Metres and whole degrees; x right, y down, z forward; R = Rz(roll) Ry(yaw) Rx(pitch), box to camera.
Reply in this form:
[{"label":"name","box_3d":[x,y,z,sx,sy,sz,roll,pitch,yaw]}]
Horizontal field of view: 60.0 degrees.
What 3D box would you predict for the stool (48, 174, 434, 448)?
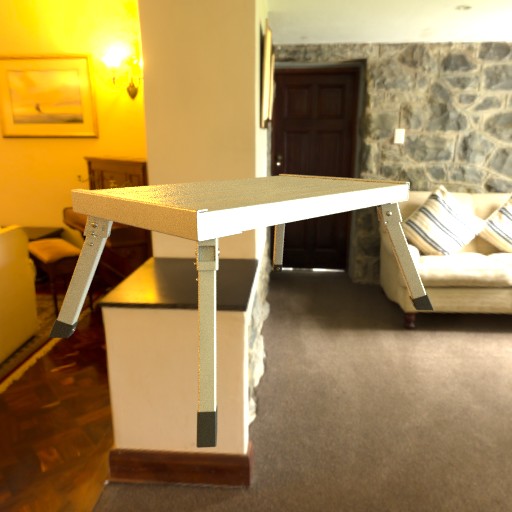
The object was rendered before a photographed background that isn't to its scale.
[{"label":"stool","box_3d":[0.000,0.000,0.711,0.385,0.225,0.535,14,20,43]}]
